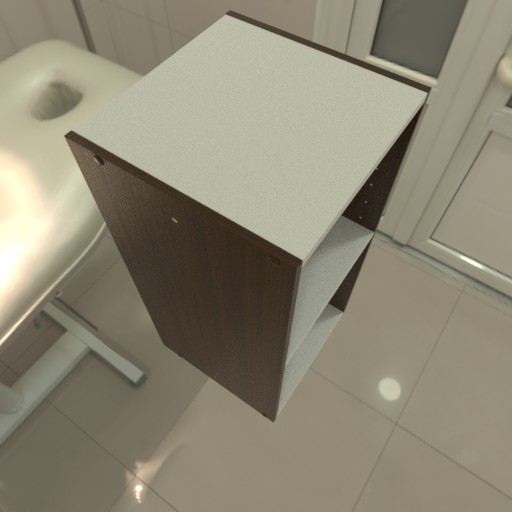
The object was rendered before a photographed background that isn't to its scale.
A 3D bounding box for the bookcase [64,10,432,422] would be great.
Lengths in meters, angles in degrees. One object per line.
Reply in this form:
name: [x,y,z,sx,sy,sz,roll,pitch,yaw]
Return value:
bookcase: [0.000,0.000,0.744,0.290,0.600,0.300,30,62,18]
